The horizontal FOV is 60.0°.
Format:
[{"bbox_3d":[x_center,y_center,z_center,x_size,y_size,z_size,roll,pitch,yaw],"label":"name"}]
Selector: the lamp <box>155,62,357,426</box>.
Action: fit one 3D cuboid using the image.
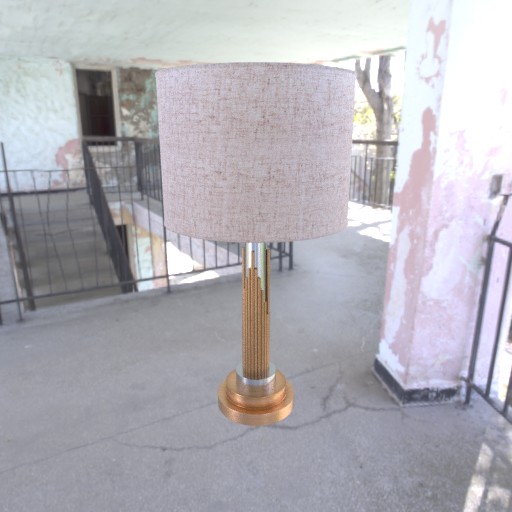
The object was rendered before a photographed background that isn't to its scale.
[{"bbox_3d":[0.000,0.000,0.806,0.321,0.610,0.321,-3,17,-9],"label":"lamp"}]
